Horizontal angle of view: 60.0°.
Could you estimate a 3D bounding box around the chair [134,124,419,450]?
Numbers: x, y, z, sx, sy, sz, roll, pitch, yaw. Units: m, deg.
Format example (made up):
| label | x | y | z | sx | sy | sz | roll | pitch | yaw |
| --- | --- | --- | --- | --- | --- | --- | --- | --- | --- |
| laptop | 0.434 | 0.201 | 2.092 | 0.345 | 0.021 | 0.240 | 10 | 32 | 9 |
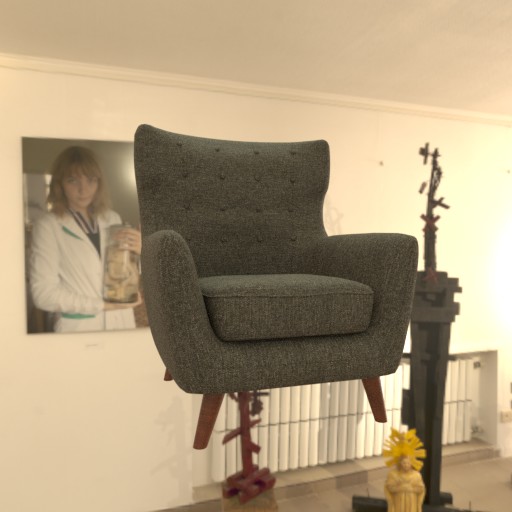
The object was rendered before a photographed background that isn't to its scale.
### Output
| label | x | y | z | sx | sy | sz | roll | pitch | yaw |
| --- | --- | --- | --- | --- | --- | --- | --- | --- | --- |
| chair | 0.000 | 0.000 | 1.709 | 0.878 | 1.063 | 0.904 | 0 | 1 | -19 |
